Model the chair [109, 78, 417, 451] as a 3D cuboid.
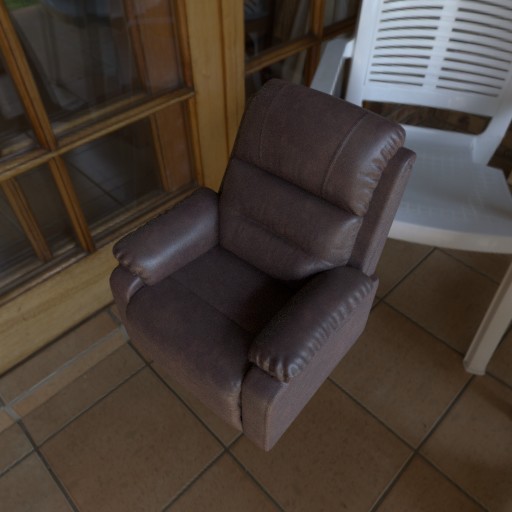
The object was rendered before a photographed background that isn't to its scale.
[{"bbox_3d":[0.000,0.000,1.681,0.855,0.992,0.919,31,54,26],"label":"chair"}]
